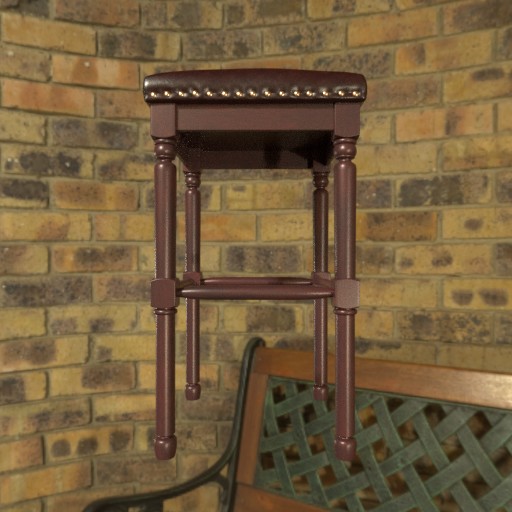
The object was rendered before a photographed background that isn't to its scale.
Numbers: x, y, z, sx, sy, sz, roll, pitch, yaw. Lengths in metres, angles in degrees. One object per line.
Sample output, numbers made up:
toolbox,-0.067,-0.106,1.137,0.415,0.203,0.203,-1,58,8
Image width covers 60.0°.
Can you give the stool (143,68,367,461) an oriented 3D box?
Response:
stool,0.000,0.000,0.933,0.382,0.702,0.383,0,0,1
